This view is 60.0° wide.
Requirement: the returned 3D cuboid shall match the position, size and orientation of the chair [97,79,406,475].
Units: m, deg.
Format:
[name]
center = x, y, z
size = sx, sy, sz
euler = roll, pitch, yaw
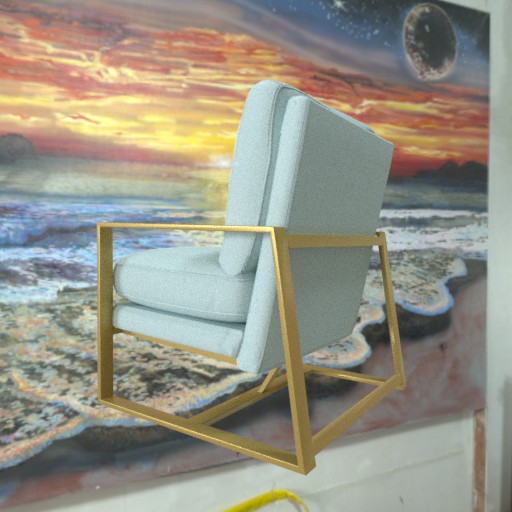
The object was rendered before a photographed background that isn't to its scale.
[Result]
[chair]
center = 0.000, 0.000, 1.526
size = 0.813, 0.956, 0.758
euler = 1, 2, 35
